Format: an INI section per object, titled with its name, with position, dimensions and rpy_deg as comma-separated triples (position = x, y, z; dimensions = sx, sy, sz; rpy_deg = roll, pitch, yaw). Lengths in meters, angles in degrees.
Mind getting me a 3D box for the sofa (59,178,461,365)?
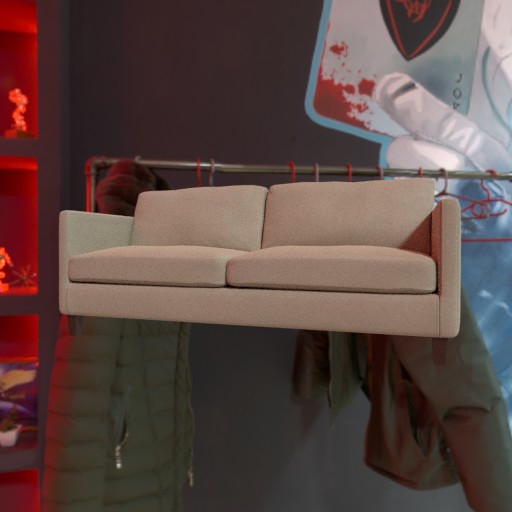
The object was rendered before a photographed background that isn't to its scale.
[sofa]
position = 0.000, 0.000, 2.676
dimensions = 2.181, 0.932, 0.948
rpy_deg = 0, 1, 19
